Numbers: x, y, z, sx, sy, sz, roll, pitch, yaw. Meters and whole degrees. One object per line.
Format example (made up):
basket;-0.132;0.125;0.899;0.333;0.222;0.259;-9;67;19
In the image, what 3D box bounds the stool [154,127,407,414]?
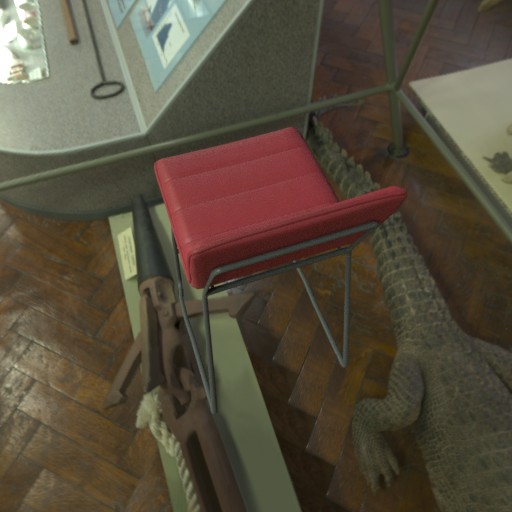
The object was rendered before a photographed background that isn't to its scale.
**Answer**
stool;0.000;0.000;1.220;0.489;0.937;0.524;-17;59;-10
